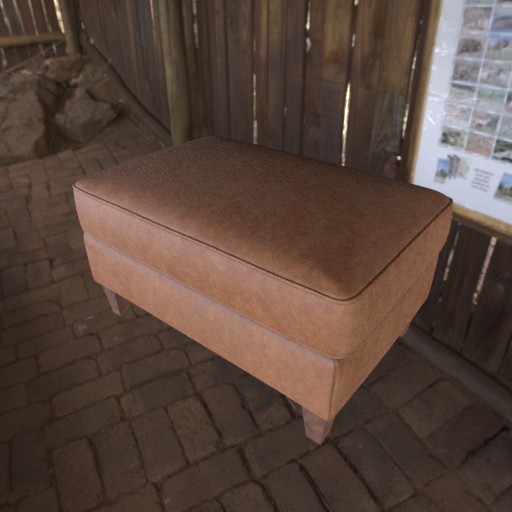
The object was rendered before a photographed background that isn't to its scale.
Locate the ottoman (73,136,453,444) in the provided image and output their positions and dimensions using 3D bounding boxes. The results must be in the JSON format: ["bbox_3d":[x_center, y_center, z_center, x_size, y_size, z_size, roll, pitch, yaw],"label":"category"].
[{"bbox_3d":[0.000,0.000,1.233,0.864,0.483,0.584,23,38,32],"label":"ottoman"}]
